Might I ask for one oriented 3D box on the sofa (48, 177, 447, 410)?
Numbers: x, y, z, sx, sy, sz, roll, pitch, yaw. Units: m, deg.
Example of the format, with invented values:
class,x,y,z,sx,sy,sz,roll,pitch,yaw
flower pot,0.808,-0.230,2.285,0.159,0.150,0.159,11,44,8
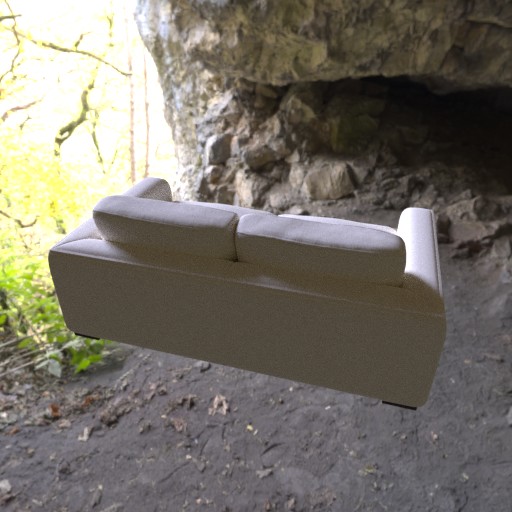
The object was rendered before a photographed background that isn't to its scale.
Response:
class,x,y,z,sx,sy,sz,roll,pitch,yaw
sofa,0.000,0.000,2.488,1.920,0.801,1.069,9,33,14
